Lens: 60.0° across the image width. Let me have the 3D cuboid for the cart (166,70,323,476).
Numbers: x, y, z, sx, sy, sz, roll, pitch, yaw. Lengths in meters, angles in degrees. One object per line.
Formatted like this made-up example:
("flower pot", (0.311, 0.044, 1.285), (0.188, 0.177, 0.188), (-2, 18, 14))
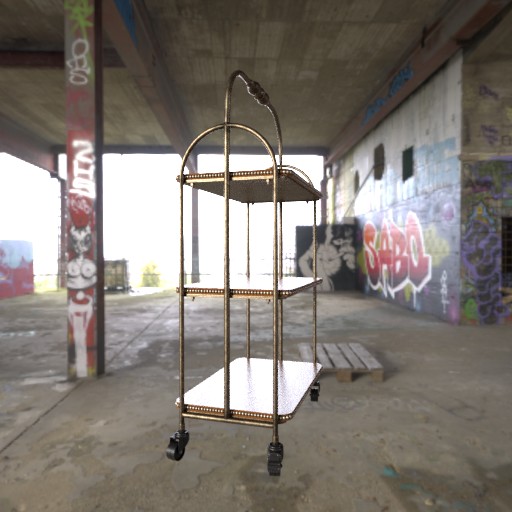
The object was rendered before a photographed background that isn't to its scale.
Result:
("cart", (0.000, 0.000, 1.362), (0.330, 1.052, 0.650), (0, 1, 18))
